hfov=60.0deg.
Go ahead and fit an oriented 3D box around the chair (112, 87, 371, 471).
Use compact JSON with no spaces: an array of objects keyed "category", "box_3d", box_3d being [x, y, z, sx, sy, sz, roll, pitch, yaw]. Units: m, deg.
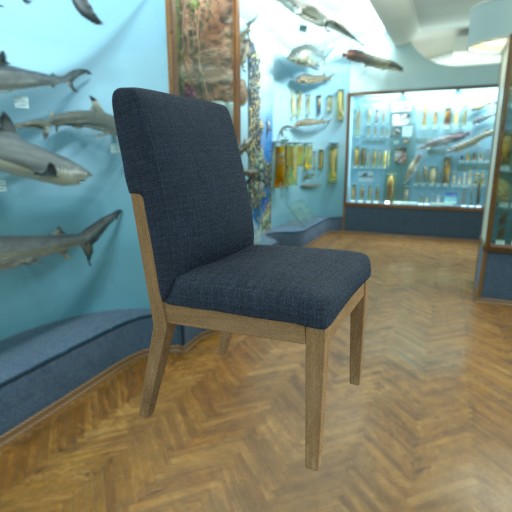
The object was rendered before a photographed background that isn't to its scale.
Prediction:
[{"category":"chair","box_3d":[0.000,0.000,1.287,0.586,0.911,0.507,6,14,25]}]
